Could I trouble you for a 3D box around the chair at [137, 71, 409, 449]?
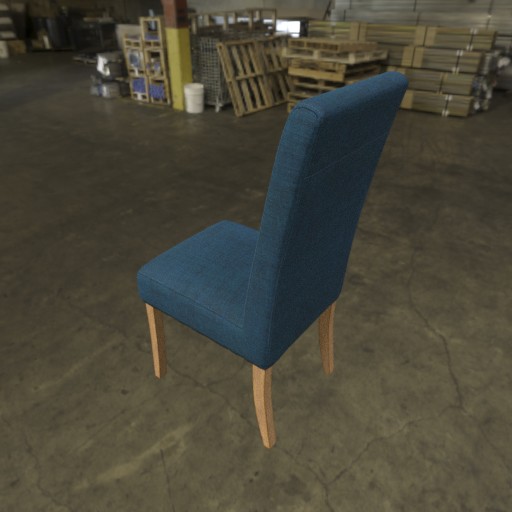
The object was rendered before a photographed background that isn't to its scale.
[{"bbox_3d":[0.000,0.000,1.322,0.610,1.029,0.450,21,37,31],"label":"chair"}]
